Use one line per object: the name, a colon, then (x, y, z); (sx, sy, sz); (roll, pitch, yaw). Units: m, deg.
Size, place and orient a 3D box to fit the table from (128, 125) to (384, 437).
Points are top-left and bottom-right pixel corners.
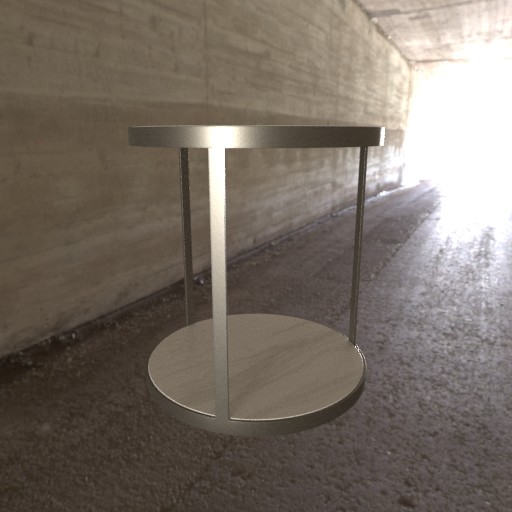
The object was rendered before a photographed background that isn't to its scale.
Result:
table: (0.000, 0.000, 0.861); (0.445, 0.479, 0.445); (0, 15, 0)
